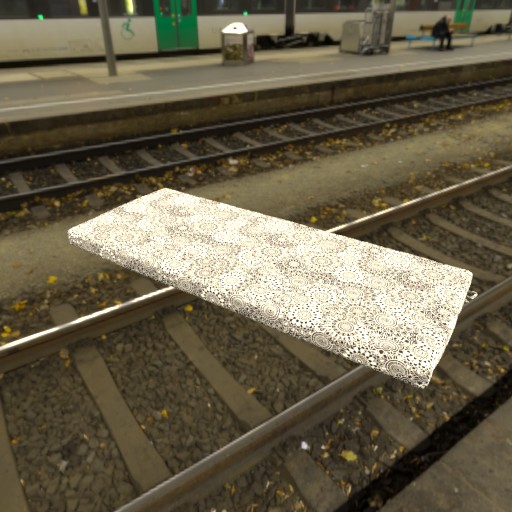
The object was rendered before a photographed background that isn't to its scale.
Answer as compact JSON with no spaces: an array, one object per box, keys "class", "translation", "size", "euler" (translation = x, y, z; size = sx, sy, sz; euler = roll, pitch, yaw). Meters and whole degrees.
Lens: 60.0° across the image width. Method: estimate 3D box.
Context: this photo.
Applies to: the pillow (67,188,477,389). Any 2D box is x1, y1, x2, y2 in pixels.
[{"class":"pillow","translation":[0.000,0.000,1.335],"size":[1.187,0.081,0.492],"euler":[18,34,29]}]
